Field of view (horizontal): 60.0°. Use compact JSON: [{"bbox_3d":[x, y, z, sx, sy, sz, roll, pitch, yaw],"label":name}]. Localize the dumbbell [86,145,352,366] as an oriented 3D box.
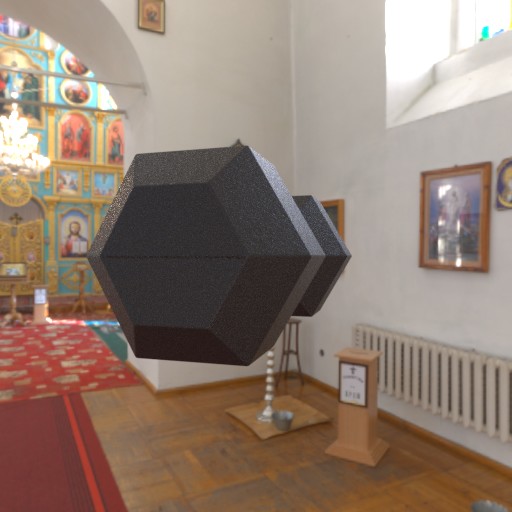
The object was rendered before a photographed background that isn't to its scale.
[{"bbox_3d":[0.000,0.000,0.330,0.122,0.106,0.271,0,0,17],"label":"dumbbell"}]
